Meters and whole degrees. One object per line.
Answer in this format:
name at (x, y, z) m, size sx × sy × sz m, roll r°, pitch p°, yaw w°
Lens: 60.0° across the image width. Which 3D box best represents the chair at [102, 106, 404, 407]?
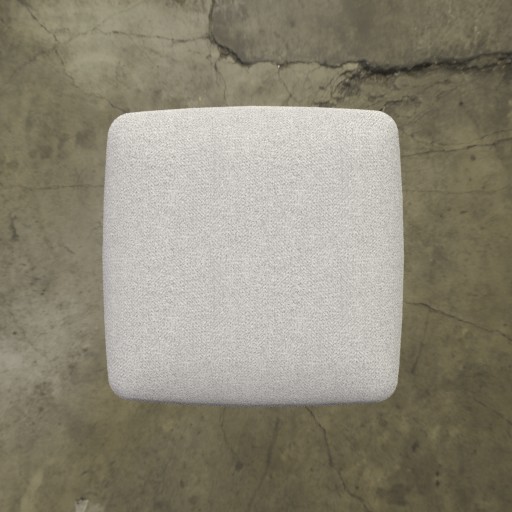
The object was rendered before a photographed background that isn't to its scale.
chair at (0.000, 0.000, 0.690) m, size 0.350 × 0.440 × 0.350 m, roll 0°, pitch 90°, yaw 2°
